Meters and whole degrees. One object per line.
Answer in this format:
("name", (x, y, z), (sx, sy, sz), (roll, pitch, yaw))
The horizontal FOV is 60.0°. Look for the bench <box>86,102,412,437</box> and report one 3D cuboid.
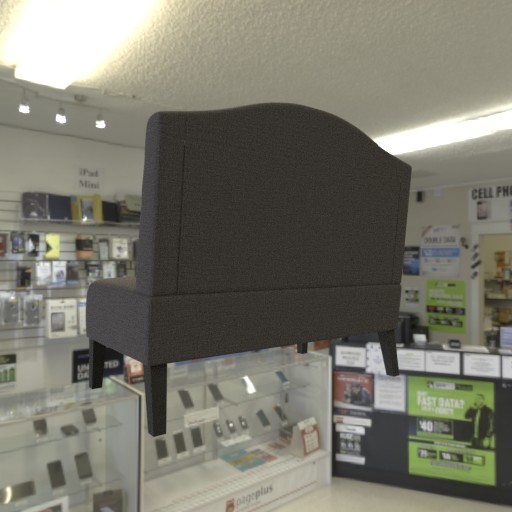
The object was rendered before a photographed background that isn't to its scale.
("bench", (0.000, 0.000, 2.073), (1.335, 1.180, 0.815), (1, -1, -37))
